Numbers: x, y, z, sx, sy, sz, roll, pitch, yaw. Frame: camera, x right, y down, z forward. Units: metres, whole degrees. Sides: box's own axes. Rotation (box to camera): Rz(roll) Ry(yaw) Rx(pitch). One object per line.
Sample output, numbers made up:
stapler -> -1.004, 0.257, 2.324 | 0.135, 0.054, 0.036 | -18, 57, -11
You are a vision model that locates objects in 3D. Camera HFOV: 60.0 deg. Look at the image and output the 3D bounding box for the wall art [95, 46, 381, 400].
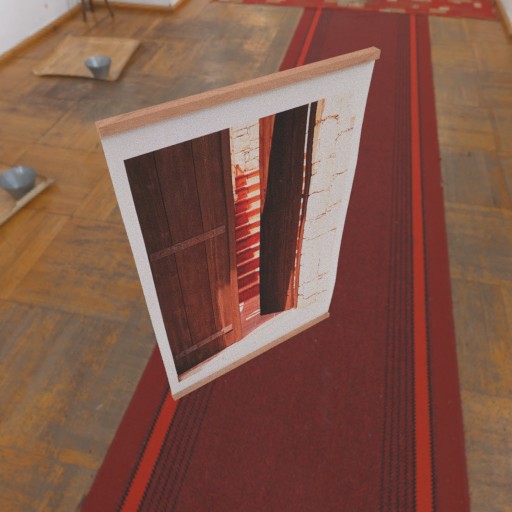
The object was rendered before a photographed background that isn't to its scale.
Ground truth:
wall art -> 0.000, 0.000, 0.634 | 0.332, 0.508, 0.012 | -24, 50, -22
